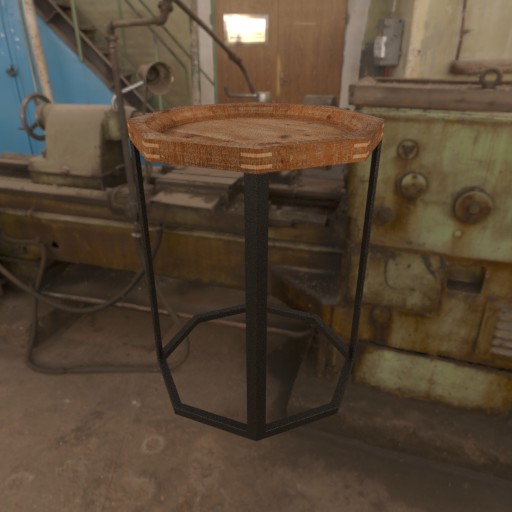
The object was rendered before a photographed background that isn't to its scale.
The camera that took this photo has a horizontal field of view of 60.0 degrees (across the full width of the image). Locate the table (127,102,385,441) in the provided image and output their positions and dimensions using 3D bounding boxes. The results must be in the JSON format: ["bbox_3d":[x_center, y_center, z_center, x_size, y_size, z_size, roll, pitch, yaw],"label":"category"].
[{"bbox_3d":[0.000,0.000,0.909,0.458,0.543,0.458,0,27,0],"label":"table"}]
